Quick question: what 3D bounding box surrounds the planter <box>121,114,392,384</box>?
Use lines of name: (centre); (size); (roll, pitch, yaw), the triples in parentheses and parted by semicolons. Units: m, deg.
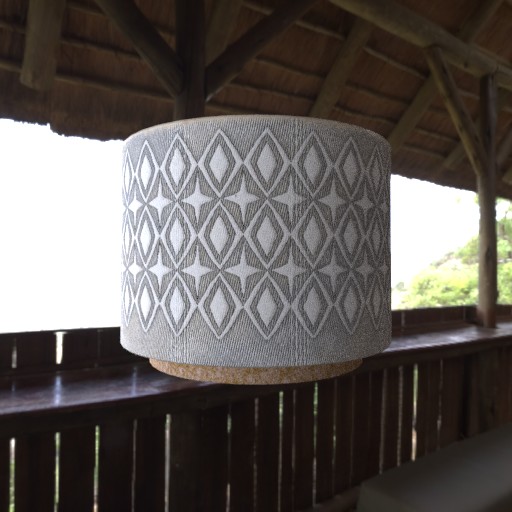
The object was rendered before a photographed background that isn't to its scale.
planter: (0.000, 0.000, 0.281); (0.164, 0.127, 0.164); (0, 0, 0)
